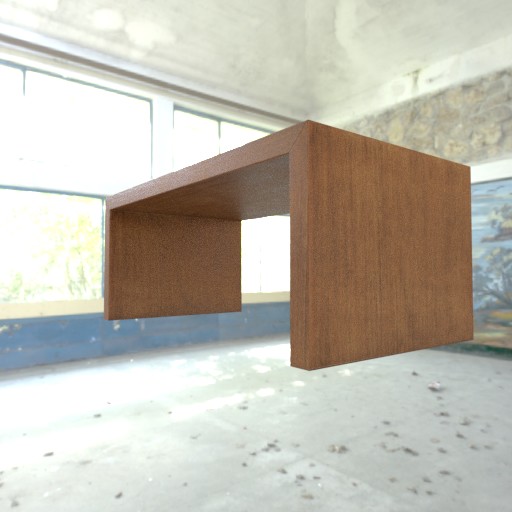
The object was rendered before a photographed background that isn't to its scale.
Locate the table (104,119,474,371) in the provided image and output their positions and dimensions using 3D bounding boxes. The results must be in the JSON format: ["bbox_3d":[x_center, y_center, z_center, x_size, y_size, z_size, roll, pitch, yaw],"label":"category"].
[{"bbox_3d":[0.000,0.000,1.298,0.549,0.419,1.000,2,-3,-38],"label":"table"}]
